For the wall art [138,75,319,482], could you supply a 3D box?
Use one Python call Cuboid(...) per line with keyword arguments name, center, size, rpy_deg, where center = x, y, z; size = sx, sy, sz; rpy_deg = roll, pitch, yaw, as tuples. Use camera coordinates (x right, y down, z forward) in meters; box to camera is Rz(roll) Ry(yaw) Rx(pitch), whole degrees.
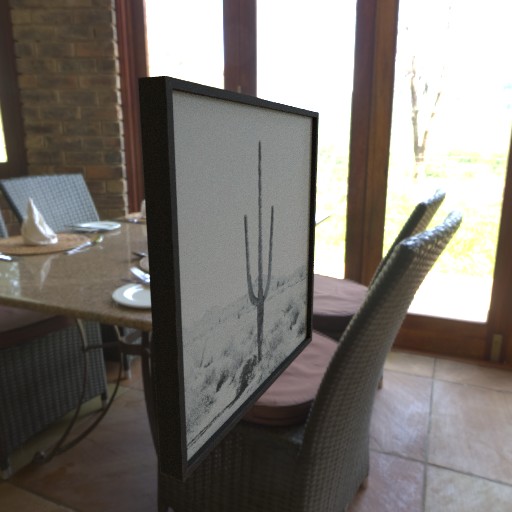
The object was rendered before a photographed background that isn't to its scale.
Cuboid(name="wall art", center=(0.000, 0.000, 0.761), size=(0.038, 0.508, 0.508), rpy_deg=(7, 15, 26))
